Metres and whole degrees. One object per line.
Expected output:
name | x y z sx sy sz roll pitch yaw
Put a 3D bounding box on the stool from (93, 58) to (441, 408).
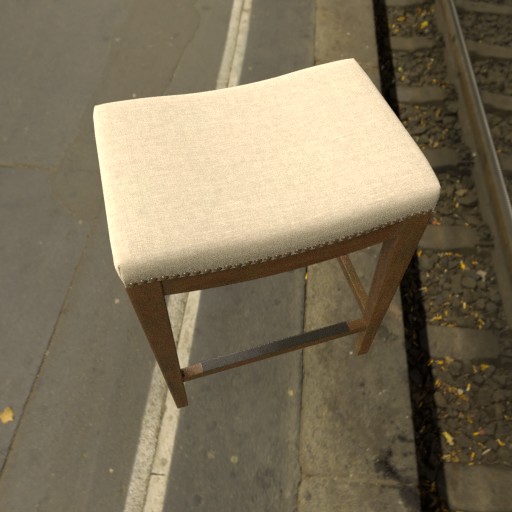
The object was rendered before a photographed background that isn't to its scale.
stool | 0.000 0.000 0.950 0.508 0.660 0.356 -14 59 -9
